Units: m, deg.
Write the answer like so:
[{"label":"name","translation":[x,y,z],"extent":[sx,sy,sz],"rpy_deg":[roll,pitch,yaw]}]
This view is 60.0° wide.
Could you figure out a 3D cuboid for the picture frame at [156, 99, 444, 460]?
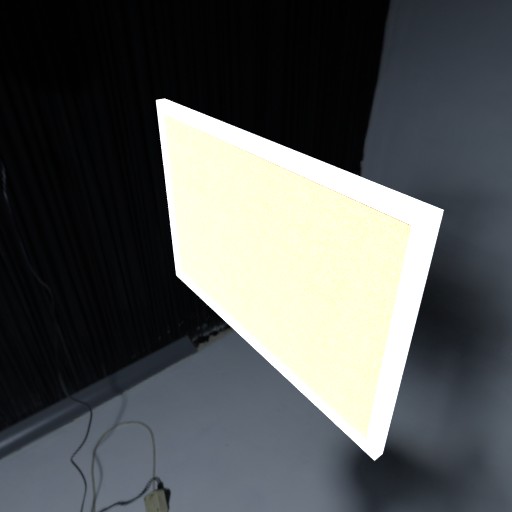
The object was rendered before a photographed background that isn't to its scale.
[{"label":"picture frame","translation":[0.000,0.000,1.190],"extent":[0.029,0.640,0.950],"rpy_deg":[-22,38,-31]}]
